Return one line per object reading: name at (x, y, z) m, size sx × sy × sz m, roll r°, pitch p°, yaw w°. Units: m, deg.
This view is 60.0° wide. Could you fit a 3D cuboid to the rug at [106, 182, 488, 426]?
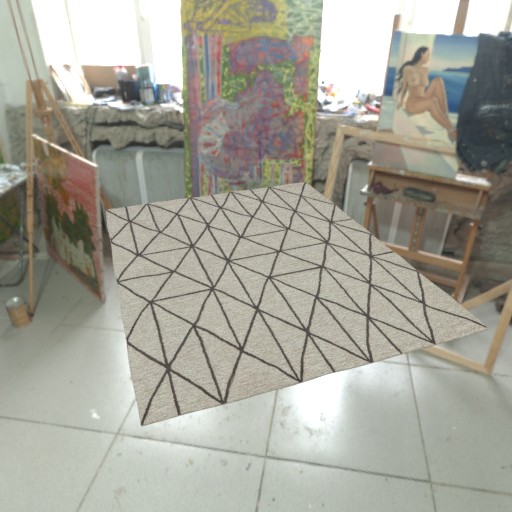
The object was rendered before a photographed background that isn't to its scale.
rug at (0.000, 0.000, 4.033) m, size 2.468 × 0.022 × 3.061 m, roll -10°, pitch 32°, yaw -17°
